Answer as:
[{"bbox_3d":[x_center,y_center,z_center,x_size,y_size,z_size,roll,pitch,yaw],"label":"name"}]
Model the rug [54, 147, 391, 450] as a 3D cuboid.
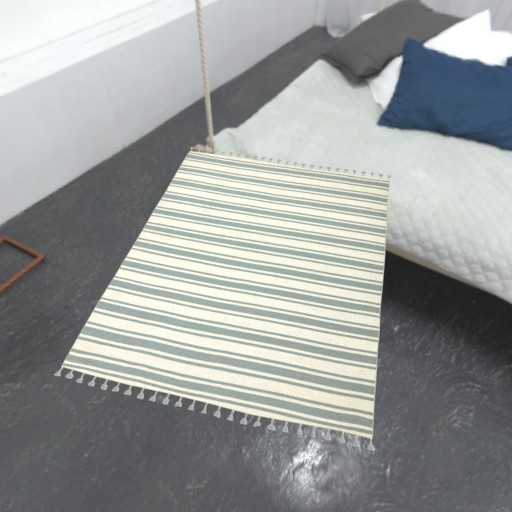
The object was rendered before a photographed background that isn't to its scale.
[{"bbox_3d":[0.000,0.000,4.254,2.439,0.005,3.201,10,48,9],"label":"rug"}]
